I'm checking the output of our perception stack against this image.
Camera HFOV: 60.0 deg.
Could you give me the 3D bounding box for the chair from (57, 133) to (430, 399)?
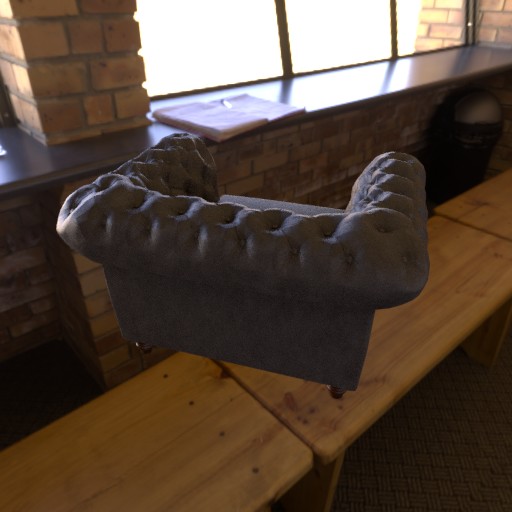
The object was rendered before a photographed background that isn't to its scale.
[{"bbox_3d":[0.000,0.000,1.892,1.298,0.780,0.943,9,33,14],"label":"chair"}]
